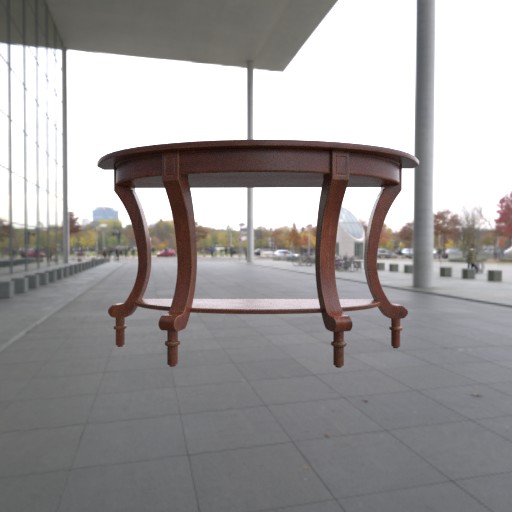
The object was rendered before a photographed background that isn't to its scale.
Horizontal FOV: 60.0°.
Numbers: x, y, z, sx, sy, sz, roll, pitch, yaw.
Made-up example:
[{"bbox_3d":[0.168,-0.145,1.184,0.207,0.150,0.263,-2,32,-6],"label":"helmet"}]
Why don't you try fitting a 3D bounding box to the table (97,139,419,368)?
[{"bbox_3d":[0.000,0.000,1.516,1.198,0.699,0.394,0,1,1],"label":"table"}]
